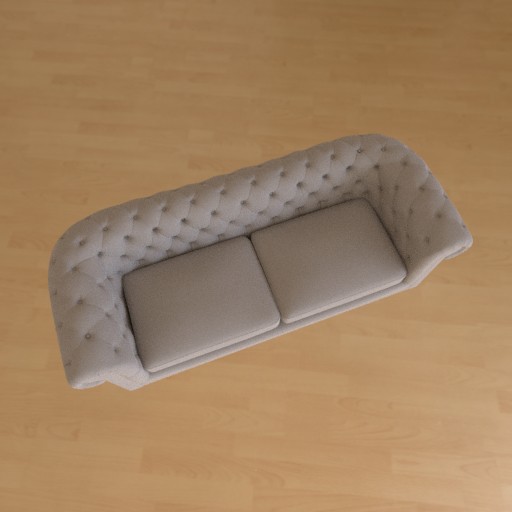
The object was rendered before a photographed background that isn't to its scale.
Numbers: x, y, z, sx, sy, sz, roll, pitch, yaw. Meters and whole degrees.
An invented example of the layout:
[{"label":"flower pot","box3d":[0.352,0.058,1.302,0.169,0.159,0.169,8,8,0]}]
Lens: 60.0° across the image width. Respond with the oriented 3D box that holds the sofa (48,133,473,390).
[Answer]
[{"label":"sofa","box3d":[0.000,0.000,2.843,2.411,0.749,0.991,-18,66,-9]}]
